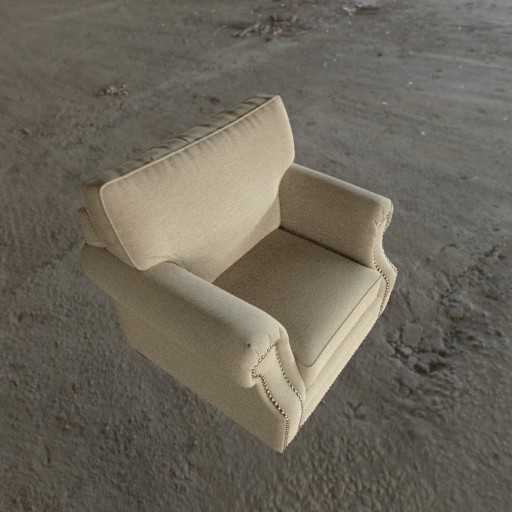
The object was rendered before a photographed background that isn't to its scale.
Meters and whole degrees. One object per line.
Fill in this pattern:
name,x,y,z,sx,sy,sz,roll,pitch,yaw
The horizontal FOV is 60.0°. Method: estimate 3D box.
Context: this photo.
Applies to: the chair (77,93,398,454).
chair,0.000,0.000,1.860,0.965,0.961,1.092,26,48,27
